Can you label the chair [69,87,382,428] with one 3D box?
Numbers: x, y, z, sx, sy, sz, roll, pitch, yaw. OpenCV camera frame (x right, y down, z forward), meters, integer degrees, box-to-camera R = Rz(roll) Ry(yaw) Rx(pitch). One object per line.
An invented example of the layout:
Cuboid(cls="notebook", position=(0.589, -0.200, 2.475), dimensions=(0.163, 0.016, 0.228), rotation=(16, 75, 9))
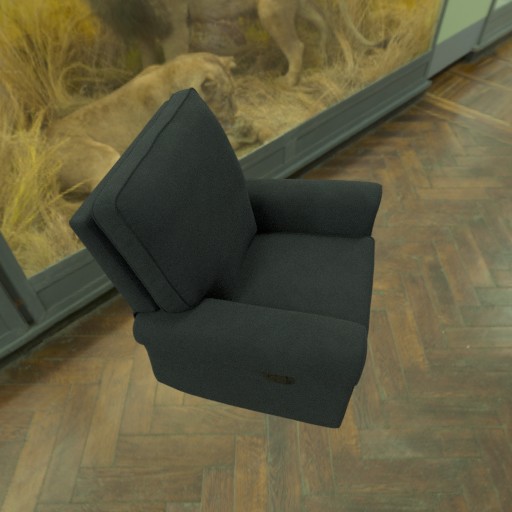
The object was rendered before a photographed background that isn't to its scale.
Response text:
Cuboid(cls="chair", position=(0.000, 0.000, 1.637), dimensions=(0.878, 0.961, 0.890), rotation=(10, 47, 10))
